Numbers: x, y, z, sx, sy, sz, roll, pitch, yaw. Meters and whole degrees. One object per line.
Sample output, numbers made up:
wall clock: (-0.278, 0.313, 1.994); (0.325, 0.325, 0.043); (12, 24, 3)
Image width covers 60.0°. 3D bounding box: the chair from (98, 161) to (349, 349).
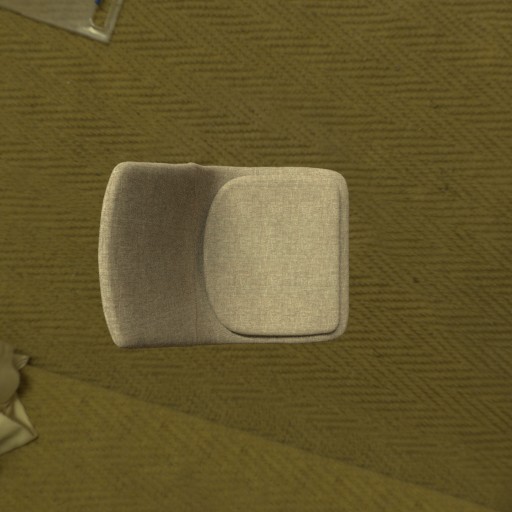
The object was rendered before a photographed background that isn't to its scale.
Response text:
chair: (0.000, 0.000, 1.143); (0.518, 0.858, 0.479); (0, 90, 0)
